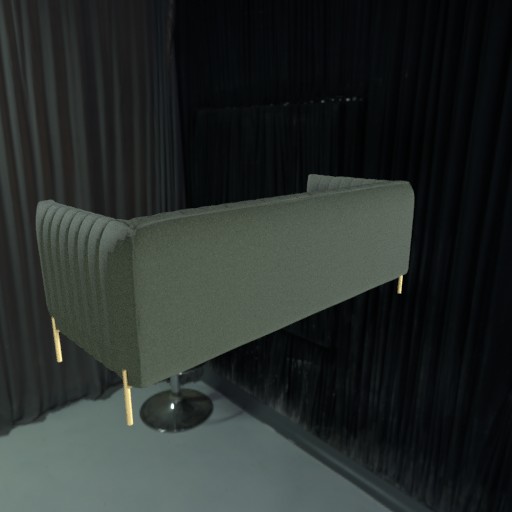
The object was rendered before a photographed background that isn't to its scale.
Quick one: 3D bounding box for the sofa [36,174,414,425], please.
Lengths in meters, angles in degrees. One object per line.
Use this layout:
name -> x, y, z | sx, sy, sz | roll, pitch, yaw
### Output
sofa -> 0.000, 0.000, 2.567 | 2.137, 0.793, 0.896 | -15, 21, -42
